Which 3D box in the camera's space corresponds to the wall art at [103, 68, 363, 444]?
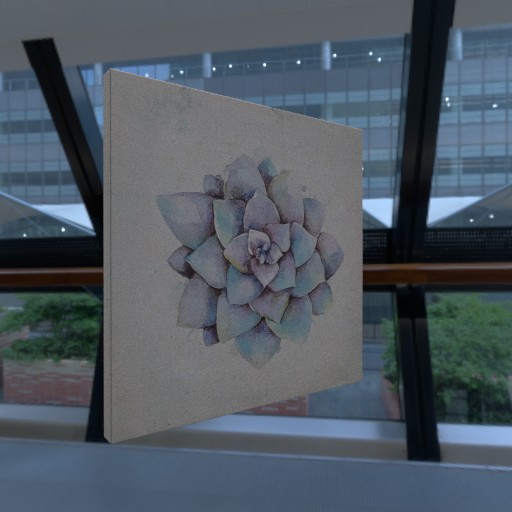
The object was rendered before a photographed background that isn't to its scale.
[{"bbox_3d":[0.000,0.000,0.915,0.612,0.612,0.040,0,0,-36],"label":"wall art"}]
